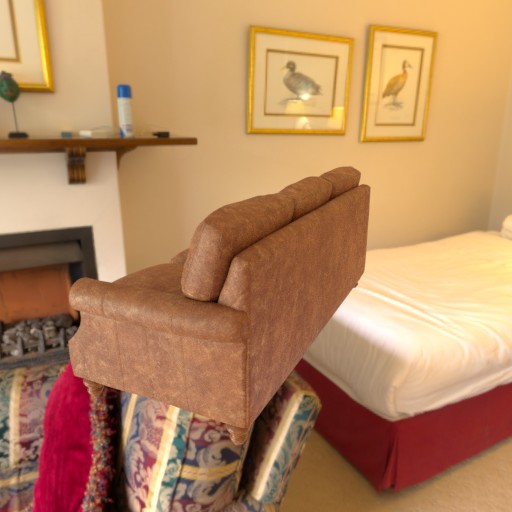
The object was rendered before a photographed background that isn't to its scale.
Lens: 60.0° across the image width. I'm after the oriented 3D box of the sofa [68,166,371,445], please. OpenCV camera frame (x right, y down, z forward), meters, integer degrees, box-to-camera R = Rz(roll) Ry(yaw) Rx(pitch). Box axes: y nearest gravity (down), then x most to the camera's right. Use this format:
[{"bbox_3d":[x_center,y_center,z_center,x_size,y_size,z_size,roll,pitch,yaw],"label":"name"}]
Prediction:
[{"bbox_3d":[0.000,0.000,2.798,0.973,0.977,2.351,8,19,24],"label":"sofa"}]
